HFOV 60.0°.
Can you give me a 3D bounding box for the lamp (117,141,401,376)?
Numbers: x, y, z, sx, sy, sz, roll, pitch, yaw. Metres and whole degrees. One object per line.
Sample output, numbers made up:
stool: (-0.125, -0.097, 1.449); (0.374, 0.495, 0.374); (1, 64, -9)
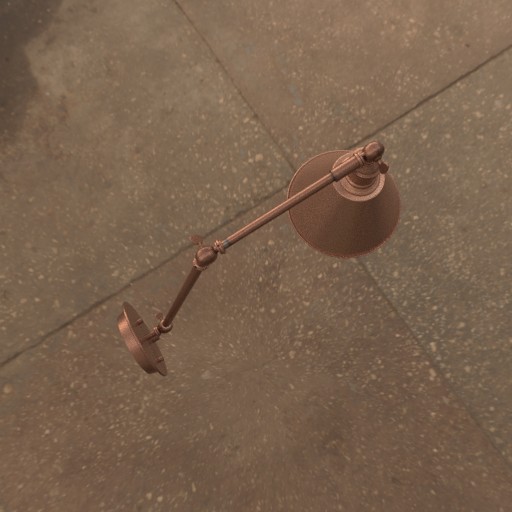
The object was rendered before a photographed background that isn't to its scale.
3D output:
lamp: (0.000, 0.000, 0.858); (0.624, 0.502, 0.223); (-30, 78, -7)
